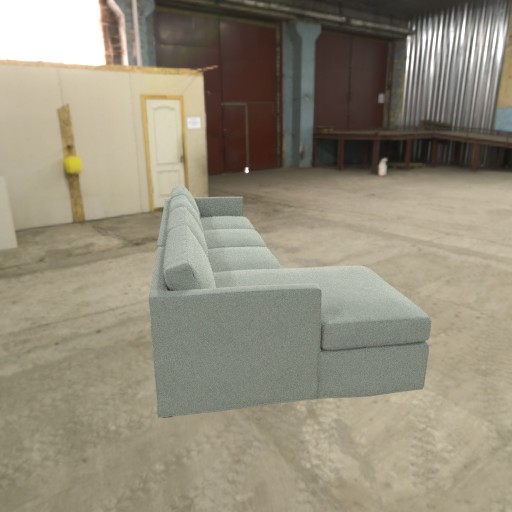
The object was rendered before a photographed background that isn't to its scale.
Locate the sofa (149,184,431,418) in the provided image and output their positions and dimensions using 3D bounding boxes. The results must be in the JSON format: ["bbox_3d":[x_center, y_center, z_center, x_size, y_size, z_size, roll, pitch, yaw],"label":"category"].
[{"bbox_3d":[0.000,0.000,3.940,1.650,0.922,3.205,-3,17,-9],"label":"sofa"}]
